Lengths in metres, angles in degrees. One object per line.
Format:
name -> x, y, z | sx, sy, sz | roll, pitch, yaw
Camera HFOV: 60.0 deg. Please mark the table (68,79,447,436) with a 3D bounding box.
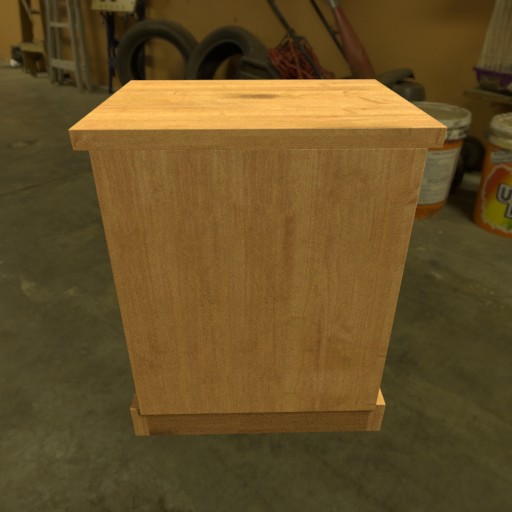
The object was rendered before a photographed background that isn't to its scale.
table -> 0.000, 0.000, 1.193 | 0.660, 0.813, 0.500 | -1, 31, -1
